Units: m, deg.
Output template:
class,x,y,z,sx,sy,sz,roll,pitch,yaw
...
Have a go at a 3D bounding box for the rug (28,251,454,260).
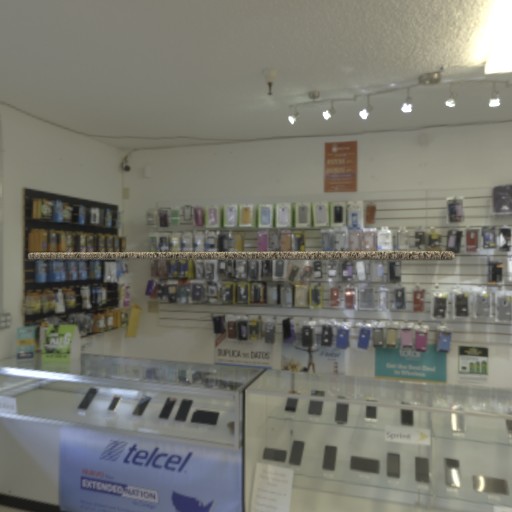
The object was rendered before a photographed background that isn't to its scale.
class,x,y,z,sx,sy,sz,roll,pitch,yaw
rug,0.000,0.000,2.287,1.778,0.030,1.219,0,0,19
